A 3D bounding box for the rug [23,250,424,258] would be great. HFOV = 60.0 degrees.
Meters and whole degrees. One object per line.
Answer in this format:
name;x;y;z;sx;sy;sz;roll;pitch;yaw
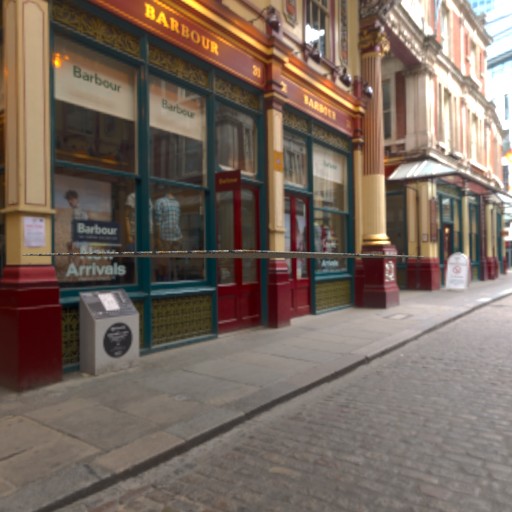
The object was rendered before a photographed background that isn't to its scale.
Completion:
rug;0.000;0.000;2.330;1.230;0.008;1.827;0;-1;36
